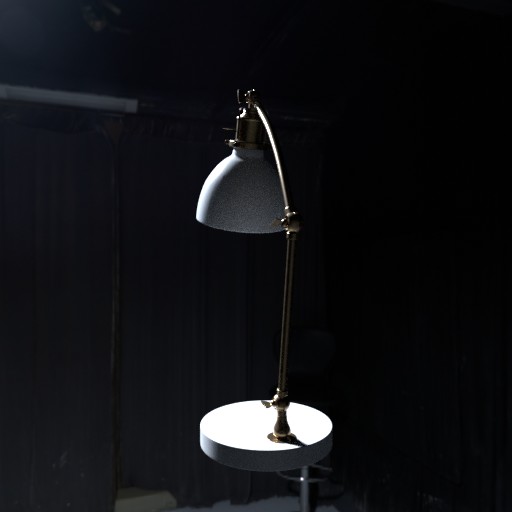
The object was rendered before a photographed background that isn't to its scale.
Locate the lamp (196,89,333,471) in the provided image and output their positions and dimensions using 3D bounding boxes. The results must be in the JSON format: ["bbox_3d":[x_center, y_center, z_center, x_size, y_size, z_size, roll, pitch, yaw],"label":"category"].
[{"bbox_3d":[0.000,0.000,0.674,0.186,0.522,0.317,0,0,-18],"label":"lamp"}]
